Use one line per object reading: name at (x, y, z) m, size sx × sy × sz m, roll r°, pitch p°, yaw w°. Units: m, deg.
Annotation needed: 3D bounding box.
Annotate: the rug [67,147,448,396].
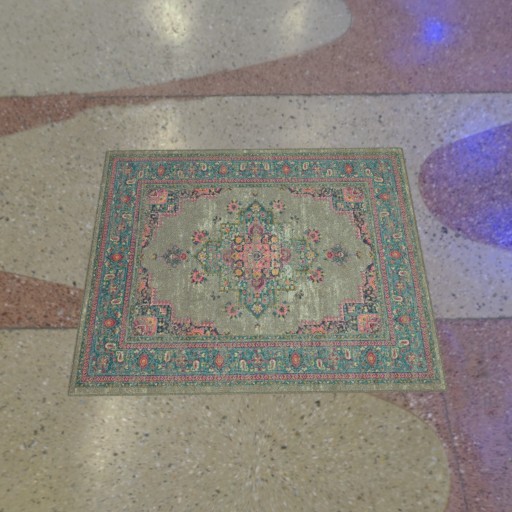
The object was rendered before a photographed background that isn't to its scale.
rug at (0.000, 0.000, 4.060) m, size 3.057 × 0.013 × 2.434 m, roll -1°, pitch 65°, yaw 0°
